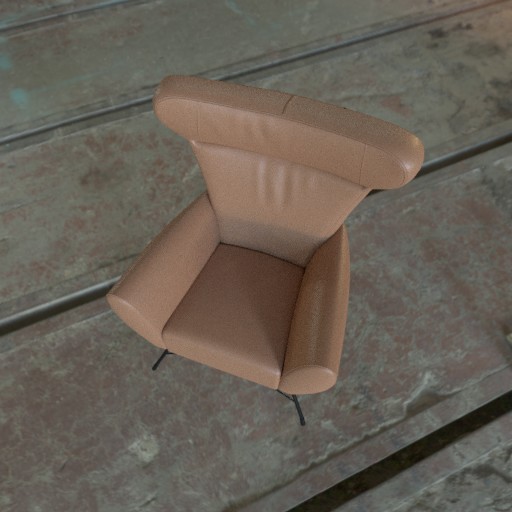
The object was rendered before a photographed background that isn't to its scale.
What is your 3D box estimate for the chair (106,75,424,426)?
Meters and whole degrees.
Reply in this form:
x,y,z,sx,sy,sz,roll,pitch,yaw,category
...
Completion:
x,y,z,sx,sy,sz,roll,pitch,yaw,category
0.000,0.000,1.797,0.980,1.050,0.900,17,59,10,chair
